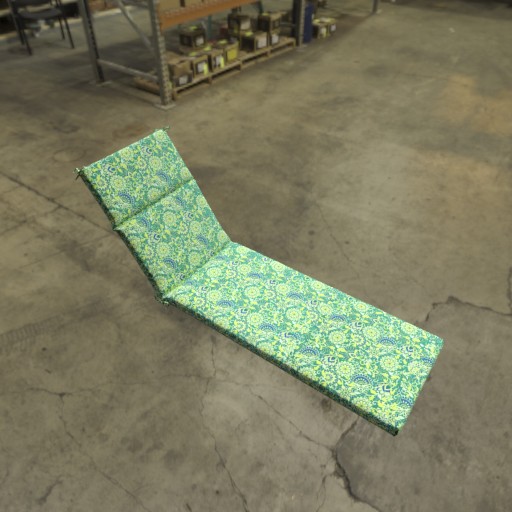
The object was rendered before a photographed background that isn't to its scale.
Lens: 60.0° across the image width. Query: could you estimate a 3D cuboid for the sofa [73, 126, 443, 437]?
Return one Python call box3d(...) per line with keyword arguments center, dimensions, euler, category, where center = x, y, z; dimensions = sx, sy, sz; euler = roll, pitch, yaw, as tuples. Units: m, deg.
box3d(center=(0.000, 0.000, 1.975), dimensions=(1.663, 0.622, 0.582), euler=(25, 47, 26), category="sofa")
